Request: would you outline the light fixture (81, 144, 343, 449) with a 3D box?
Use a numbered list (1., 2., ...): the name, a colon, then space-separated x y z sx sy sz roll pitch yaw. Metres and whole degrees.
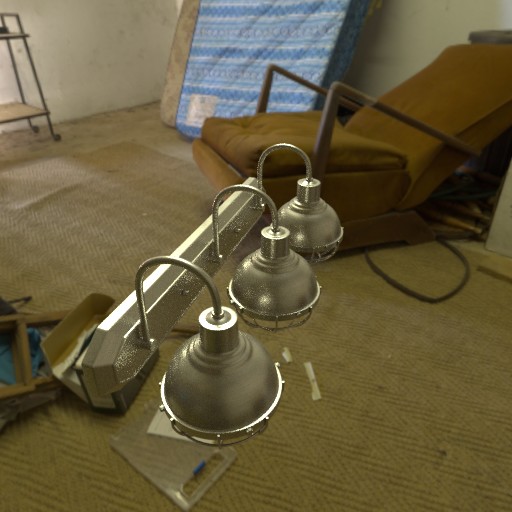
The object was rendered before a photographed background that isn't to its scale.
1. light fixture: 0.000 0.000 0.762 0.229 0.254 0.634 10 32 16
